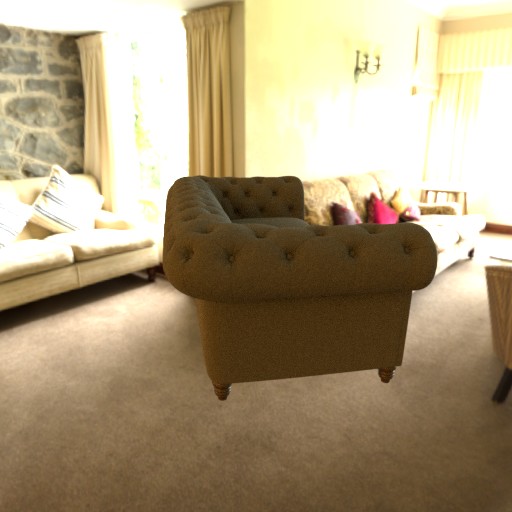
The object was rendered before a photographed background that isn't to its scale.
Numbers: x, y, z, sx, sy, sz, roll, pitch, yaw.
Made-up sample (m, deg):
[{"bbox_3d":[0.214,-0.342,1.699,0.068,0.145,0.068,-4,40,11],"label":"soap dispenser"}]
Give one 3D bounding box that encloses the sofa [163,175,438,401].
[{"bbox_3d":[0.000,0.000,2.498,0.986,0.764,1.998,-3,16,-10],"label":"sofa"}]
